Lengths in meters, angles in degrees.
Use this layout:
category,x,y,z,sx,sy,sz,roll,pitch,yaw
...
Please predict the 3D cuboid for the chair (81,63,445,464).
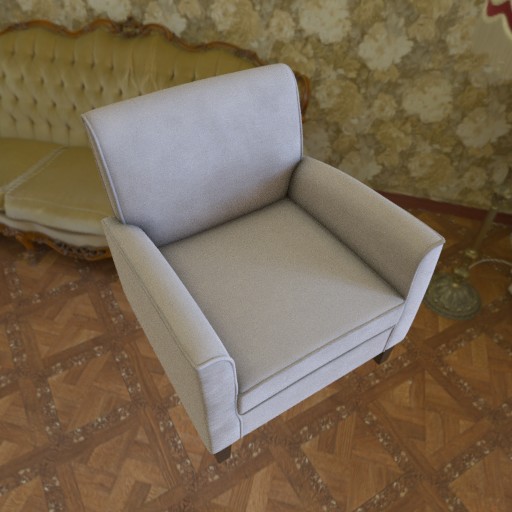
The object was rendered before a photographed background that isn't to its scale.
category,x,y,z,sx,sy,sz,roll,pitch,yaw
chair,0.000,0.000,1.502,0.820,0.915,0.821,-24,50,-22
